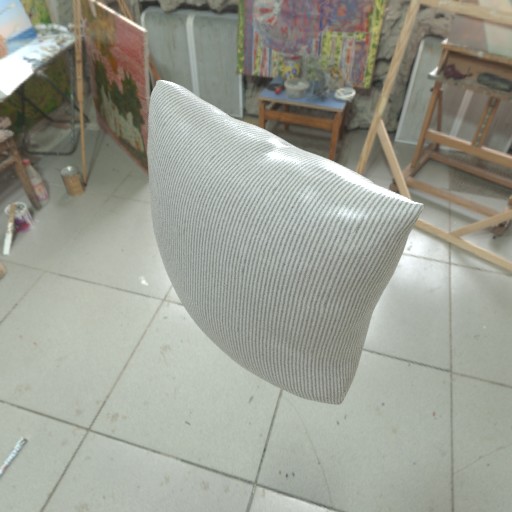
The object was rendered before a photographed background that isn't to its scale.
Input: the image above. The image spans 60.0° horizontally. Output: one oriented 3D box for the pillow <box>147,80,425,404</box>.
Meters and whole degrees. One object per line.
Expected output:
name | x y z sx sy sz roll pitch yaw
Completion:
pillow | 0.000 0.000 0.707 0.310 0.432 0.387 -9 46 -9
